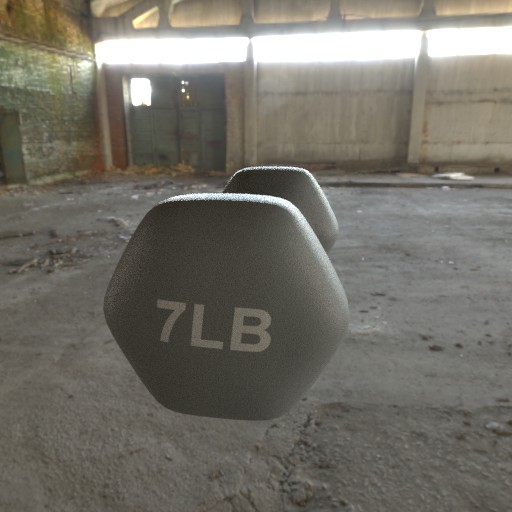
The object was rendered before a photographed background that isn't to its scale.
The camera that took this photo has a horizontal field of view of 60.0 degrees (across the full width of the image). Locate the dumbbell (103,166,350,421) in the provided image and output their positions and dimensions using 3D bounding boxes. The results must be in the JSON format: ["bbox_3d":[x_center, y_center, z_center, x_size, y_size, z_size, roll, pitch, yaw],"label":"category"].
[{"bbox_3d":[0.000,0.000,0.229,0.090,0.081,0.184,2,15,9],"label":"dumbbell"}]
